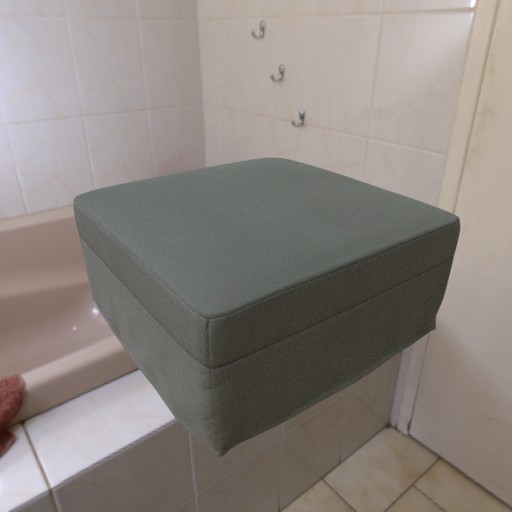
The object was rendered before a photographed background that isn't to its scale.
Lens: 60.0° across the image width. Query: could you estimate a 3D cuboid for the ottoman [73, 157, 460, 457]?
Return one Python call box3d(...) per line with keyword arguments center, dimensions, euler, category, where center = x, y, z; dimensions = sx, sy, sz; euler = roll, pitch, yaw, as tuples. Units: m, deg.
box3d(center=(0.000, 0.000, 1.363), dimensions=(0.843, 0.441, 0.842), euler=(-18, 32, -32), category="ottoman")
